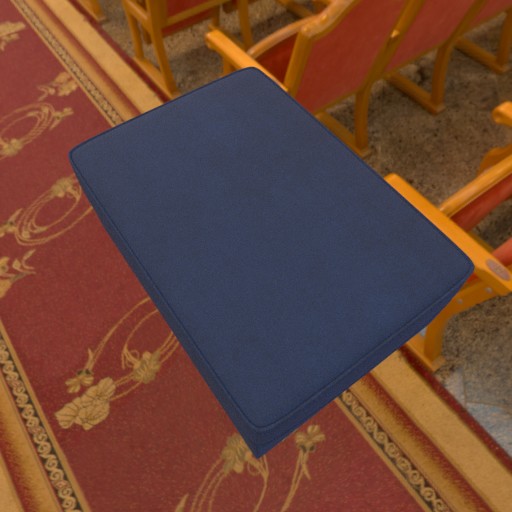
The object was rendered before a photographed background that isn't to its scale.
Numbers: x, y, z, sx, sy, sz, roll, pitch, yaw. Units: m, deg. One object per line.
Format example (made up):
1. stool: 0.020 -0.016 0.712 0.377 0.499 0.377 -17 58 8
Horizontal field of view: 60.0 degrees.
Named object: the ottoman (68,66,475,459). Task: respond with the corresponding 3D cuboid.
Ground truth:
1. ottoman: 0.000 0.000 1.383 0.686 0.584 0.965 -32 65 -17
